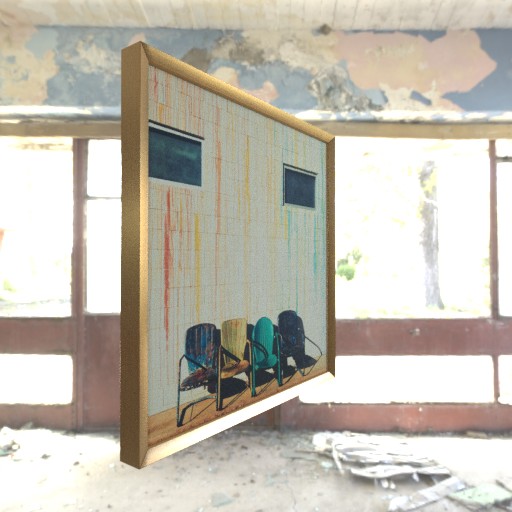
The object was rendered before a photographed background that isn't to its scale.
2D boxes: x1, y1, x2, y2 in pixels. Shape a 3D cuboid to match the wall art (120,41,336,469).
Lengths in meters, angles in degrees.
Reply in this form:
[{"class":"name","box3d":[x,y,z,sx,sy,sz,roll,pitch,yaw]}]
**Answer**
[{"class":"wall art","box3d":[0.000,0.000,0.734,0.037,0.505,0.505,0,-1,37]}]
